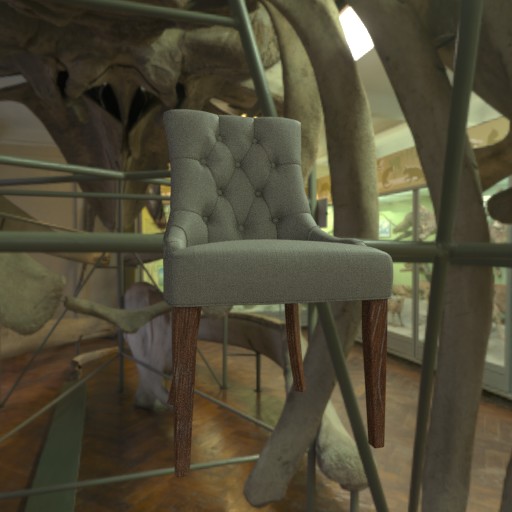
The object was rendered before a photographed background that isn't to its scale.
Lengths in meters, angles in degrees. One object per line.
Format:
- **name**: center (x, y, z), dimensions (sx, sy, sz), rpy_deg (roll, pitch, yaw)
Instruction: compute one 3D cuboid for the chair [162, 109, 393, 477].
- **chair**: center (0.000, 0.000, 1.175), dimensions (0.509, 0.874, 0.565), rpy_deg (0, 2, -16)
